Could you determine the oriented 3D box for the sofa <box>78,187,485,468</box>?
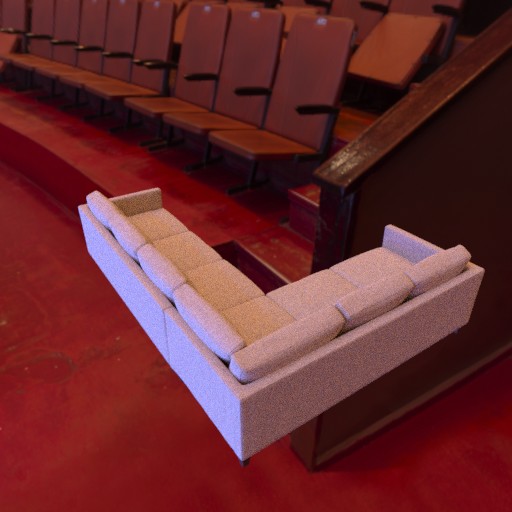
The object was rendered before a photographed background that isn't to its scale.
[{"bbox_3d":[0.000,0.000,4.310,2.432,0.863,3.182,-20,36,-29],"label":"sofa"}]
